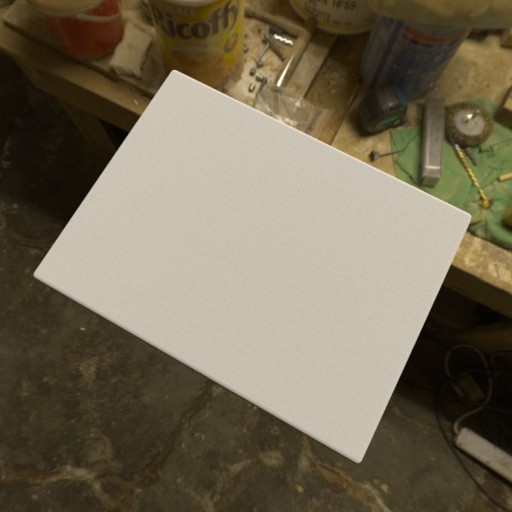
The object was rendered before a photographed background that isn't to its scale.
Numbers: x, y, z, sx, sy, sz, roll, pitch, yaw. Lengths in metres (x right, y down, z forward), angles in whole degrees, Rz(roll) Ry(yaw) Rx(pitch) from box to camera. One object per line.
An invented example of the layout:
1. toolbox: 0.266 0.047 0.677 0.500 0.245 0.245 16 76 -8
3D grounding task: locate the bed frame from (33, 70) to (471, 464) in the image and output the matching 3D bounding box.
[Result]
1. bed frame: 0.000 0.000 3.548 2.635 0.680 1.990 28 78 7
